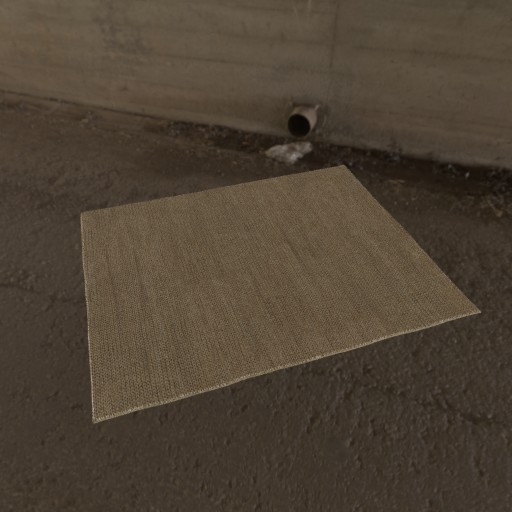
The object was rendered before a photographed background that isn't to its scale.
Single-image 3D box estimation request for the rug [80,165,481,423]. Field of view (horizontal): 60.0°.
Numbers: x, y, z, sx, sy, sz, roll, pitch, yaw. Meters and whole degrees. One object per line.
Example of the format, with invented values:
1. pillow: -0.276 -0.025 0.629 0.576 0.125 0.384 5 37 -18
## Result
1. rug: 0.000 0.000 4.096 3.052 0.030 2.429 -13 43 -14
